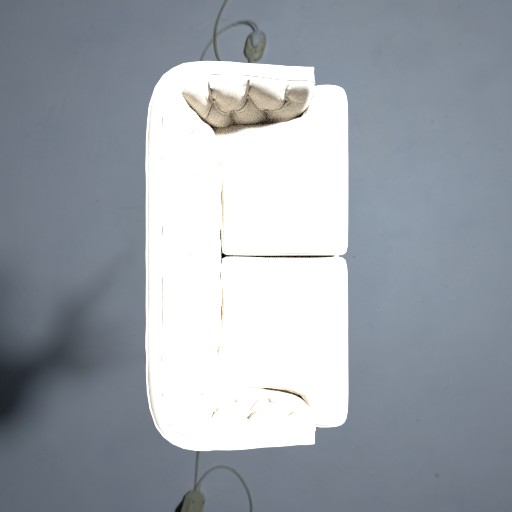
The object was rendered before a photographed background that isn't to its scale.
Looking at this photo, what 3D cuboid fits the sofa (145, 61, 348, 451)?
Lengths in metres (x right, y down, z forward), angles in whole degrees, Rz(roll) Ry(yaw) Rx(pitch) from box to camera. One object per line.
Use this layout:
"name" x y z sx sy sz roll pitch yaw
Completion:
"sofa" 0.000 0.000 2.284 0.940 0.878 1.731 0 90 0
